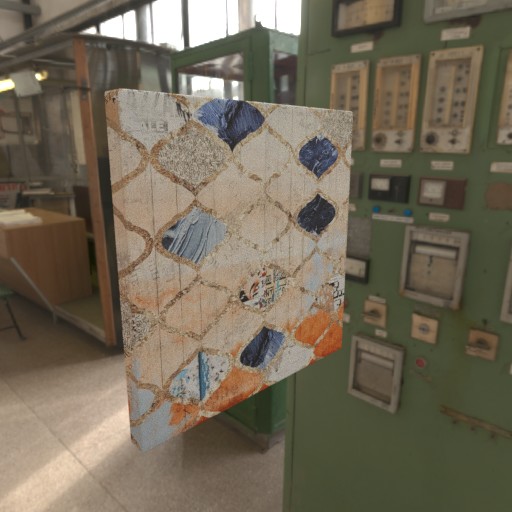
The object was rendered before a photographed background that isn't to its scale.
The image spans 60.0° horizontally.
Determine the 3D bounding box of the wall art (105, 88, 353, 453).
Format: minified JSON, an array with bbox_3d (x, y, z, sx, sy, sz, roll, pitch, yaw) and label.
[{"bbox_3d":[0.000,0.000,0.777,0.507,0.508,0.038,-13,19,-43],"label":"wall art"}]
